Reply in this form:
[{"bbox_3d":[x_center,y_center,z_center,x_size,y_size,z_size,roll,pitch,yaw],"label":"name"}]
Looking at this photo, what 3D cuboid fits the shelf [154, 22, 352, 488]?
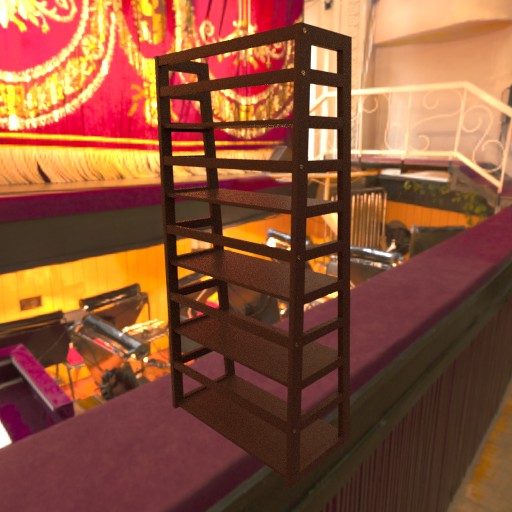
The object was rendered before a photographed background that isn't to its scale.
[{"bbox_3d":[0.000,0.000,1.869,0.763,1.600,0.403,14,20,43],"label":"shelf"}]
